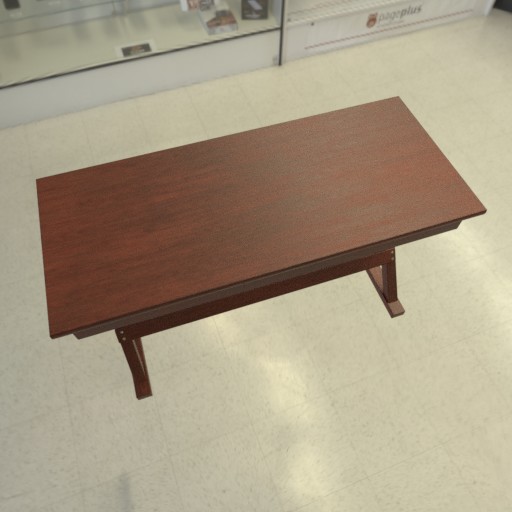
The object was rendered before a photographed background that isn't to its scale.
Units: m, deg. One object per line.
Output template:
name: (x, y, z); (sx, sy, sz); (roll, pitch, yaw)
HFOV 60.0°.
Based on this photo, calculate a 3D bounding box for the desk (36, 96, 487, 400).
desk: (0.000, 0.000, 1.783); (1.372, 0.761, 0.600); (-16, 59, -10)
